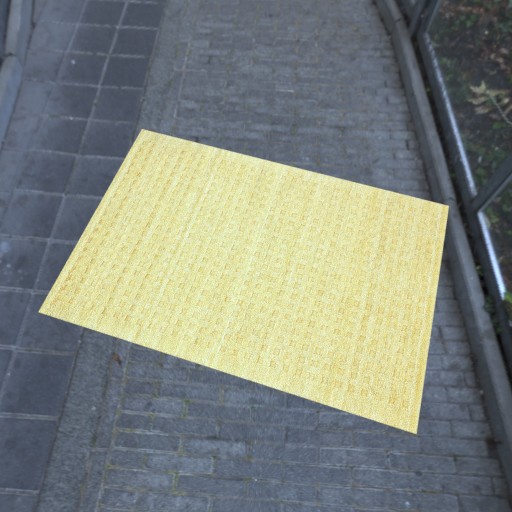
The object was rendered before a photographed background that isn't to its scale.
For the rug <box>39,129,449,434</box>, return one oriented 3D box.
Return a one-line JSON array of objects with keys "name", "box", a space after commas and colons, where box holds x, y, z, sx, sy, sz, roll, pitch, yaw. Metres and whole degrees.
[{"name": "rug", "box": [0.000, 0.000, 2.861, 2.286, 0.006, 1.524, 16, 64, 8]}]
